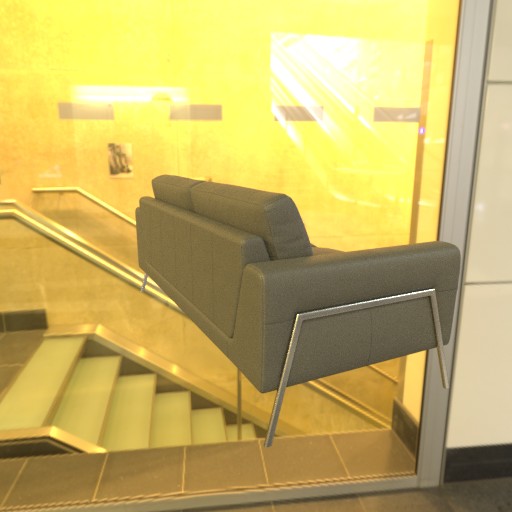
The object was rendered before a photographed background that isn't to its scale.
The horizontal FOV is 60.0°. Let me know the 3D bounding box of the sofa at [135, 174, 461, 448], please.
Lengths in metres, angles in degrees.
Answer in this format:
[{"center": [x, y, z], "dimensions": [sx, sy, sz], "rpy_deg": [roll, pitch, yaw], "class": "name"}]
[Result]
[{"center": [0.000, 0.000, 2.547], "dimensions": [0.953, 0.875, 2.017], "rpy_deg": [-6, 15, -26], "class": "sofa"}]
